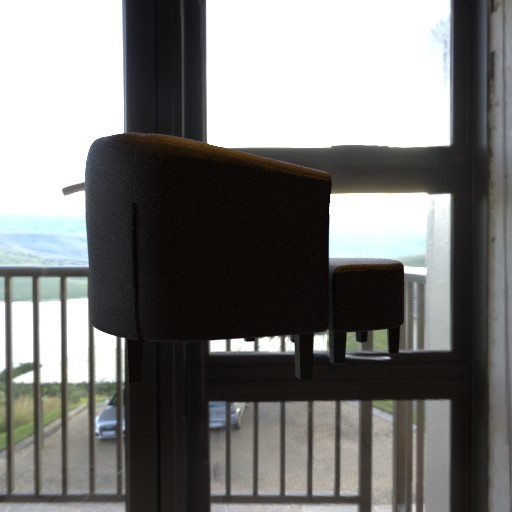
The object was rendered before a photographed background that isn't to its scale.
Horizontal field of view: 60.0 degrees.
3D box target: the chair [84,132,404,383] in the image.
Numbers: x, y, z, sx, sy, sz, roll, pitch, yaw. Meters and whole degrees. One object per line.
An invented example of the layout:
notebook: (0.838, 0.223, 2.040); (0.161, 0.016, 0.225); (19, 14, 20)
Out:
chair: (0.000, 0.000, 1.653); (1.191, 0.760, 0.763); (0, 1, -18)
